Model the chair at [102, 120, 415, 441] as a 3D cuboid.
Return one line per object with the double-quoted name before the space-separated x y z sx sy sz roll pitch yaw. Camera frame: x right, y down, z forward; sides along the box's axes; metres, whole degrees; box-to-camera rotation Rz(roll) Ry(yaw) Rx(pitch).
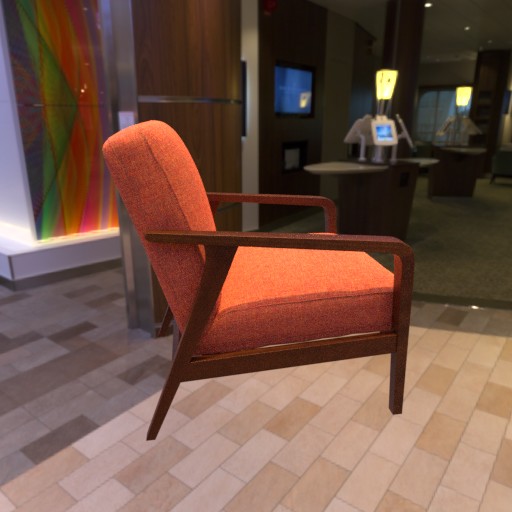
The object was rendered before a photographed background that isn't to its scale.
"chair" 0.000 0.000 1.525 0.860 0.890 0.719 -3 18 -8
